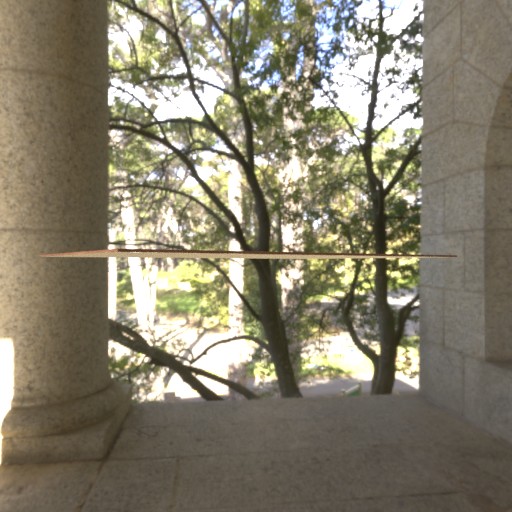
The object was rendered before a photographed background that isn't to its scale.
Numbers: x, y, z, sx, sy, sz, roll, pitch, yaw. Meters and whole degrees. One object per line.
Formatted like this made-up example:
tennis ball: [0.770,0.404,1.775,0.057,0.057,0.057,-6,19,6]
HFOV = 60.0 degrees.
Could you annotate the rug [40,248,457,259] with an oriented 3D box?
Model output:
rug: [0.000,0.000,3.041,2.438,0.014,1.524,1,-1,-36]
